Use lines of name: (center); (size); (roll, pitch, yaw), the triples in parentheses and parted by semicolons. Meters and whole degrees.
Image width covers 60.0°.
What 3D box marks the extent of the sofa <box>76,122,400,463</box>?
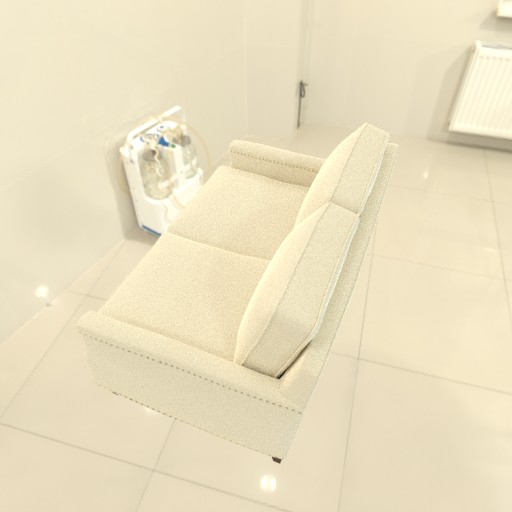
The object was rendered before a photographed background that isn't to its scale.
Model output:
sofa: (0.000, 0.000, 2.281); (1.084, 1.003, 1.597); (16, 48, 16)
